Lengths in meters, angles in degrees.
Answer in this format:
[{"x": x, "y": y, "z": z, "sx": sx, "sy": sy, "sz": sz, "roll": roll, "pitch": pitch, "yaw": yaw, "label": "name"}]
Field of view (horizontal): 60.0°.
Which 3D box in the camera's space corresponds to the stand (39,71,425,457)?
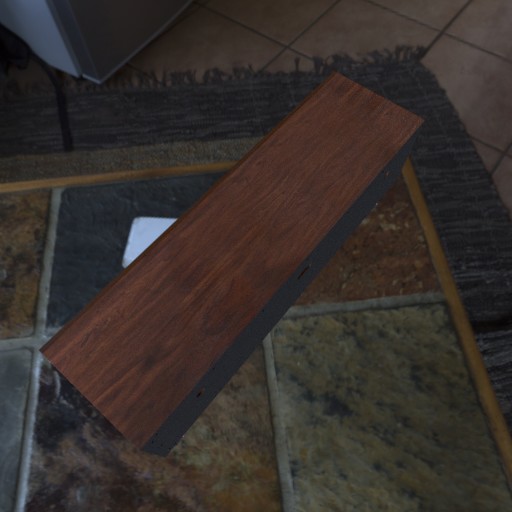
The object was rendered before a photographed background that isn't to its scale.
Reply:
[{"x": 0.000, "y": 0.000, "z": 1.891, "sx": 0.481, "sy": 0.610, "sz": 1.626, "roll": 36, "pitch": 68, "yaw": 17, "label": "stand"}]
